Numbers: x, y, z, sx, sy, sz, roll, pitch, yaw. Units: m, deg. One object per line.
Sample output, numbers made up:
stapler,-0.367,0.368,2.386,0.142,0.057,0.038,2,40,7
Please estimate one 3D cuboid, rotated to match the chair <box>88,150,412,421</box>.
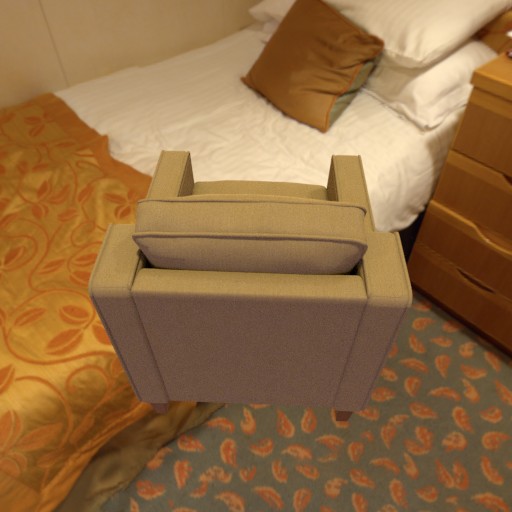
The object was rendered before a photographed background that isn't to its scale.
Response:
chair,0.000,0.000,1.672,0.831,0.960,0.909,2,47,2
